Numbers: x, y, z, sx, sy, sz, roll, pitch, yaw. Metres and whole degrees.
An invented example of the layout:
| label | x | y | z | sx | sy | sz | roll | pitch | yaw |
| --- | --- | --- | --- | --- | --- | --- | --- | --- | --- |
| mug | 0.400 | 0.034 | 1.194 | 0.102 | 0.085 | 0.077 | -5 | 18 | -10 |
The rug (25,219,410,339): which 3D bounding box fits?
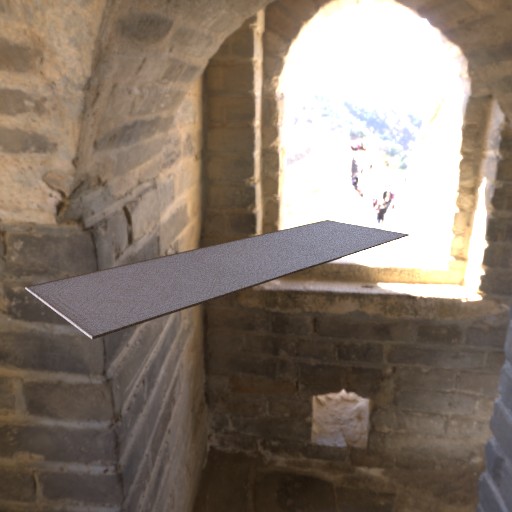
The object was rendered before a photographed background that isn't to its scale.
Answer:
| label | x | y | z | sx | sy | sz | roll | pitch | yaw |
| --- | --- | --- | --- | --- | --- | --- | --- | --- | --- |
| rug | 0.000 | 0.000 | 2.754 | 2.452 | 0.012 | 0.775 | -15 | 22 | -42 |
